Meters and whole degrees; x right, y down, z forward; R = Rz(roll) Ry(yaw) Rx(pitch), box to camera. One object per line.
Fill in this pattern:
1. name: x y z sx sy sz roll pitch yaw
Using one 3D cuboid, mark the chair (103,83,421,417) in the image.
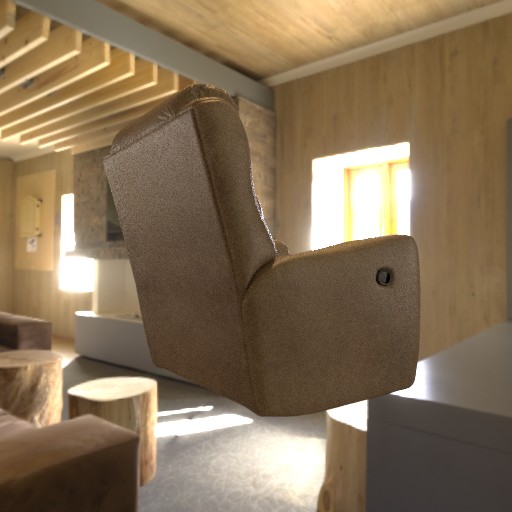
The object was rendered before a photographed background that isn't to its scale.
1. chair: 0.000 0.000 1.909 1.068 1.116 0.965 0 -1 -36
